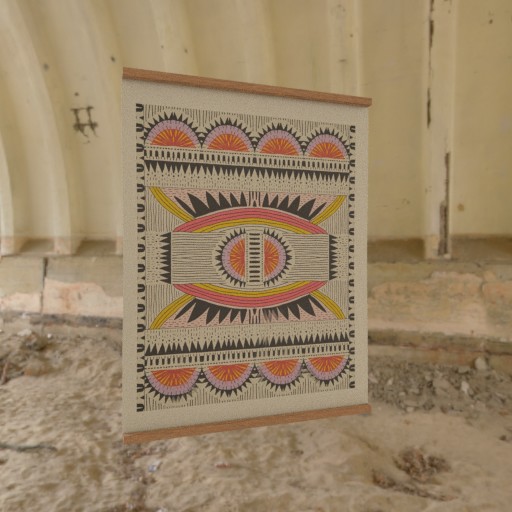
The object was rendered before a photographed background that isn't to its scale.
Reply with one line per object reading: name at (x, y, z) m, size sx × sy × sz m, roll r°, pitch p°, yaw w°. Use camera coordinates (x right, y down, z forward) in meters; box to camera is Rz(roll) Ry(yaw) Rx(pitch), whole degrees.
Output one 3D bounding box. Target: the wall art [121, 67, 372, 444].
wall art at (0.000, 0.000, 0.695) m, size 0.403 × 0.527 × 0.028 m, roll 0°, pitch 0°, yaw -18°
